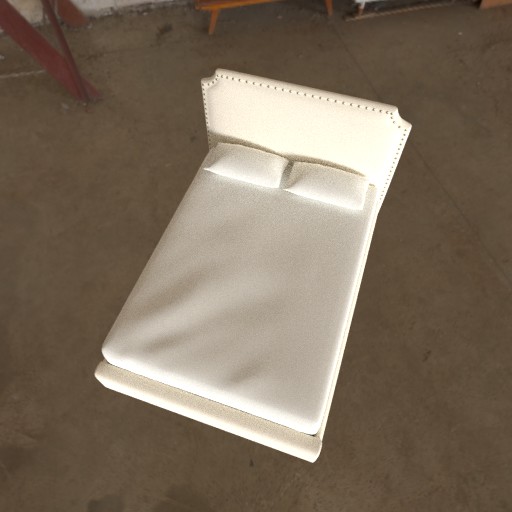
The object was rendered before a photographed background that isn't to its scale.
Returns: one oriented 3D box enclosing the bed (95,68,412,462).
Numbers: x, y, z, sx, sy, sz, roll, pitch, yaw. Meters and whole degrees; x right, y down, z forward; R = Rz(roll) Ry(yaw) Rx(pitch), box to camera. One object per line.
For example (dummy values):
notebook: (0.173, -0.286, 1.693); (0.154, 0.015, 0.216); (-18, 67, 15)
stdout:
bed: (0.000, 0.000, 3.416); (1.712, 1.443, 2.365); (16, 59, 10)
